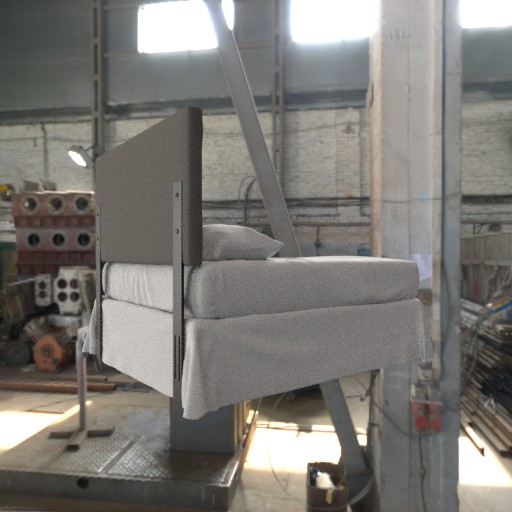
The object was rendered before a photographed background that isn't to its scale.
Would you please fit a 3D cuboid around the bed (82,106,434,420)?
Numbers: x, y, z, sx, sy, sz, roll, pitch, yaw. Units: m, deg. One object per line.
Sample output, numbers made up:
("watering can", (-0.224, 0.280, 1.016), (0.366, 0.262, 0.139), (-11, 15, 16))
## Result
("bed", (0.000, 0.000, 3.541), (2.222, 1.577, 1.936), (0, 0, -36))
